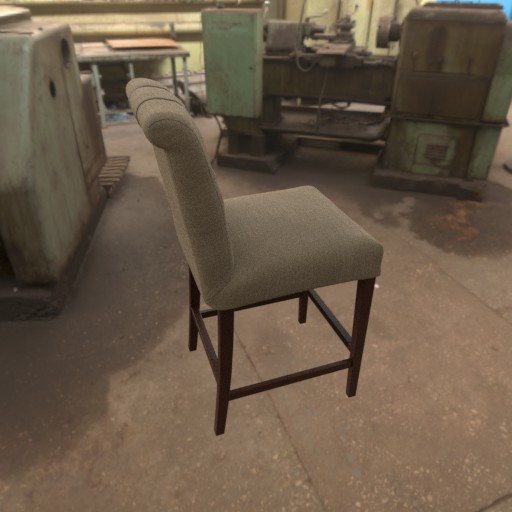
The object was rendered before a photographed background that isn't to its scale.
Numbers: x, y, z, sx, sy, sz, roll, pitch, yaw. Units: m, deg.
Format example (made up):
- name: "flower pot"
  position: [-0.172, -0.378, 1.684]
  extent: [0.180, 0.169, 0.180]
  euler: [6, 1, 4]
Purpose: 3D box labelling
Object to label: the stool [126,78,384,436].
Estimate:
- name: "stool"
  position: [0.000, 0.000, 1.468]
  extent: [0.660, 1.084, 0.486]
  euler: [-10, 33, -16]
